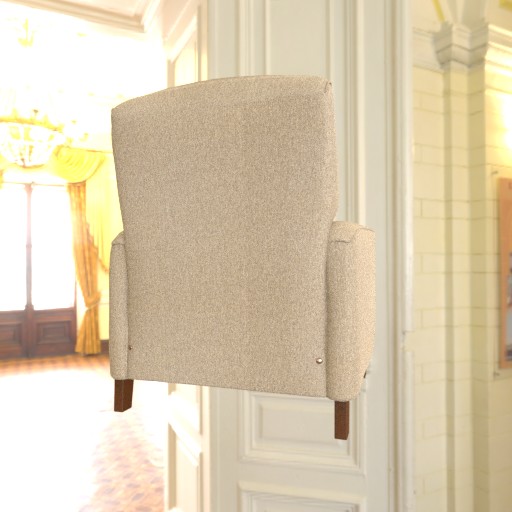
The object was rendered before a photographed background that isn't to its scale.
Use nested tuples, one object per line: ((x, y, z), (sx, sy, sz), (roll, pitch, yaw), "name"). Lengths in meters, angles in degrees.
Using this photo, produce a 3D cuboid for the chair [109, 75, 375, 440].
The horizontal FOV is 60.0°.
((0.000, 0.000, 1.654), (0.848, 1.014, 0.864), (0, 0, 18), "chair")
